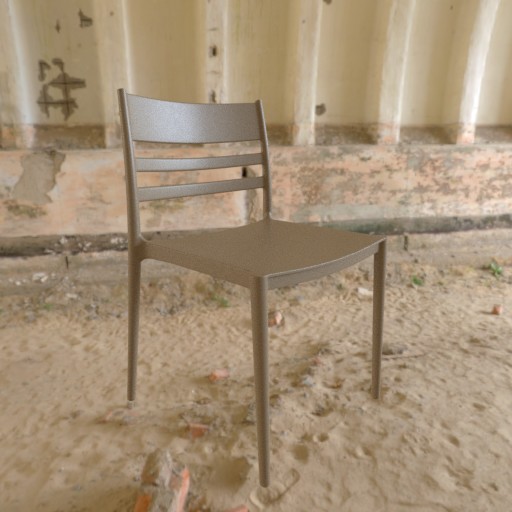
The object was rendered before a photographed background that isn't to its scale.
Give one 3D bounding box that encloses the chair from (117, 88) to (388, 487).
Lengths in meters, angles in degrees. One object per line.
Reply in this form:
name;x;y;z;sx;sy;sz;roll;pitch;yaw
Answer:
chair;0.000;0.000;1.131;0.511;0.800;0.531;14;21;43
